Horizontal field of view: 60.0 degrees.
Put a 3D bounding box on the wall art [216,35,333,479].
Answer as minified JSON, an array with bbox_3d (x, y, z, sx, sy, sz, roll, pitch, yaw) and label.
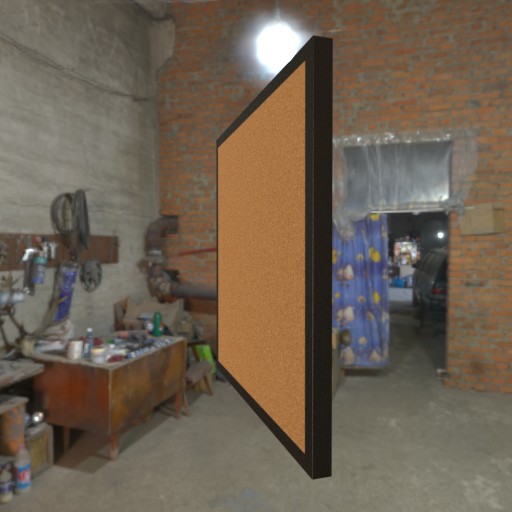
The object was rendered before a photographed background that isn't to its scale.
[{"bbox_3d":[0.000,0.000,1.132,0.038,0.765,0.765,0,1,-18],"label":"wall art"}]
